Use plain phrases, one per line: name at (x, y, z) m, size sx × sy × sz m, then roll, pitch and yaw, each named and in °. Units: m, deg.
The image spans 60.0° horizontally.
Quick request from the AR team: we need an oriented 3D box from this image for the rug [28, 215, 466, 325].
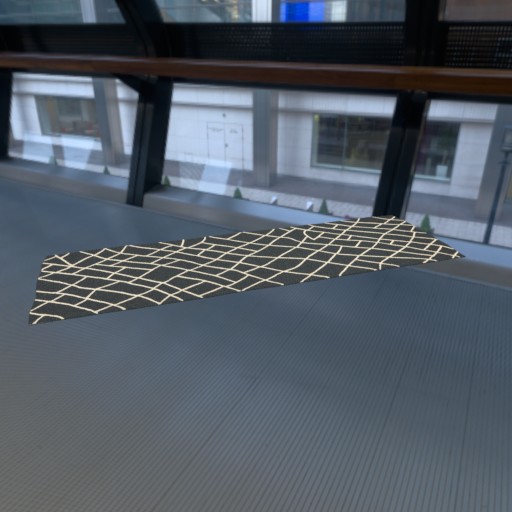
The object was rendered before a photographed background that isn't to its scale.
rug at (0.000, 0.000, 2.716) m, size 2.476 × 0.010 × 0.807 m, roll -8°, pitch 26°, yaw -16°
